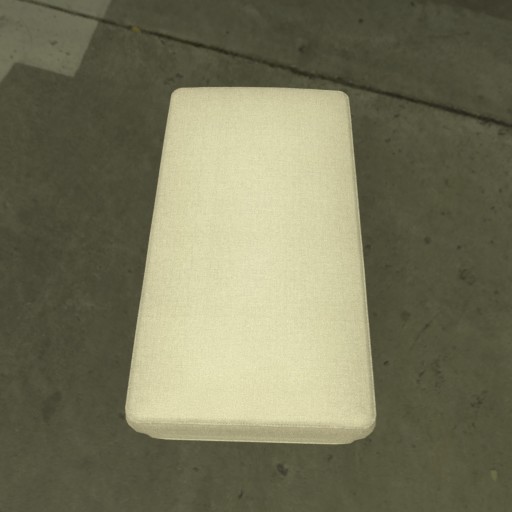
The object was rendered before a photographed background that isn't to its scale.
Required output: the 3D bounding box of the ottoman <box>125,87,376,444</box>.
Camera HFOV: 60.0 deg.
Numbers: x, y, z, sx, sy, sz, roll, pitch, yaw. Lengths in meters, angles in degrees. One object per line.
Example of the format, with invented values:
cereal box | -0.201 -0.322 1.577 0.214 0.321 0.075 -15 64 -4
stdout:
ottoman | 0.000 0.000 1.436 0.617 0.461 1.097 1 64 1
